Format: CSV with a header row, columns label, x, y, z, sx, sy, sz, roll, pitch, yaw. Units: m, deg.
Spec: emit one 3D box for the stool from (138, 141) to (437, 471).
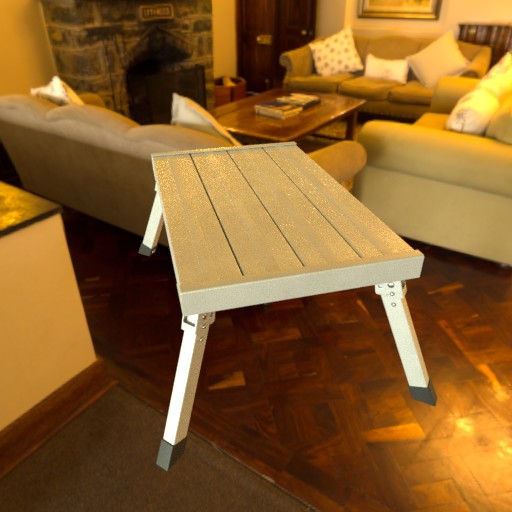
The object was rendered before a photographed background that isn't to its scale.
label,x,y,z,sx,sy,sz,roll,pitch,yaw
stool,0.000,0.000,0.726,0.385,0.225,0.535,-8,32,-13
